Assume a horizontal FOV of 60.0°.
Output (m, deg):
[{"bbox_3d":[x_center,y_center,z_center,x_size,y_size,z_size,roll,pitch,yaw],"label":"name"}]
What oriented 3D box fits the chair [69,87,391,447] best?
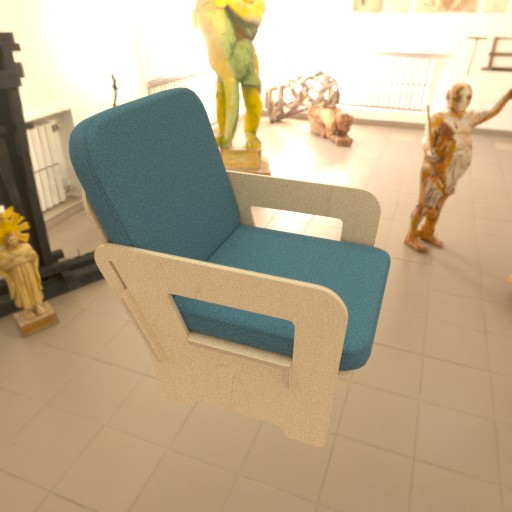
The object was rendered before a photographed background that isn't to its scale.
[{"bbox_3d":[0.000,0.000,1.148,0.657,0.747,0.547,11,32,18],"label":"chair"}]
